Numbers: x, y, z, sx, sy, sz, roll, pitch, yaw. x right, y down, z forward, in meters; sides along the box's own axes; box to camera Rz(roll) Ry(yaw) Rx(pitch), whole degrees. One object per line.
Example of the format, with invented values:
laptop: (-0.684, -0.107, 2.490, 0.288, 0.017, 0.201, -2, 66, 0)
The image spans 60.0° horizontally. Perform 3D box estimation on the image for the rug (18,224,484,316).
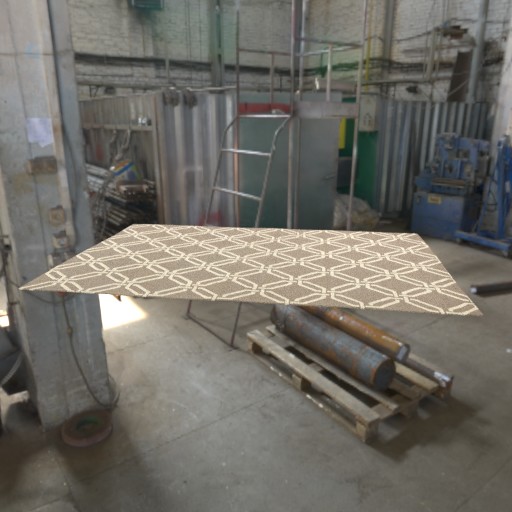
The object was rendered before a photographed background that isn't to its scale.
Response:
rug: (0.000, 0.000, 2.162, 1.748, 0.010, 1.142, 2, 17, 8)
